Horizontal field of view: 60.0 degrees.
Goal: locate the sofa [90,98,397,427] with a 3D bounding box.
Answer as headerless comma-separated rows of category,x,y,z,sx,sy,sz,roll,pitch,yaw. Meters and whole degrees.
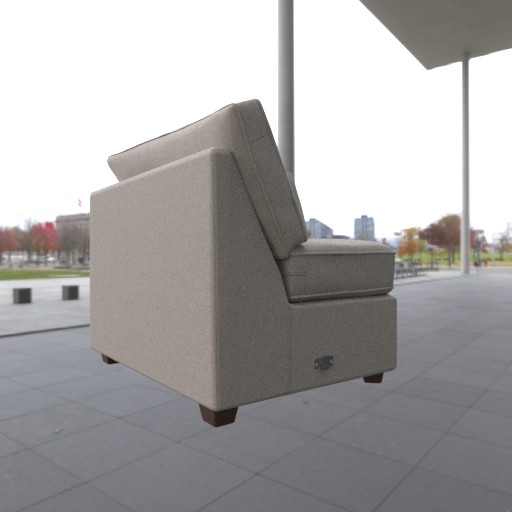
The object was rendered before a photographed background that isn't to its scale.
sofa,0.000,0.000,1.828,1.042,0.937,1.050,0,0,-37
